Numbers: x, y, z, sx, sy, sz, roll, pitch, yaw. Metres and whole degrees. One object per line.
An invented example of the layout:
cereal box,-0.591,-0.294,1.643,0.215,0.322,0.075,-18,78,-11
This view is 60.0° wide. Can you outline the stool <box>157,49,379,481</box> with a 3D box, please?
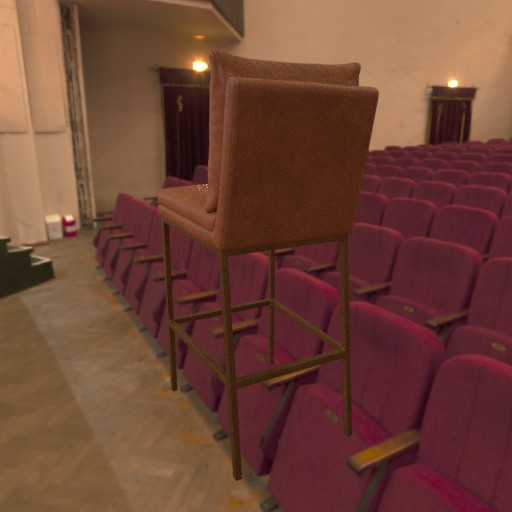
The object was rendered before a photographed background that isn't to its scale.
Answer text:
stool,0.000,0.000,1.414,0.463,1.124,0.571,-8,17,-27
